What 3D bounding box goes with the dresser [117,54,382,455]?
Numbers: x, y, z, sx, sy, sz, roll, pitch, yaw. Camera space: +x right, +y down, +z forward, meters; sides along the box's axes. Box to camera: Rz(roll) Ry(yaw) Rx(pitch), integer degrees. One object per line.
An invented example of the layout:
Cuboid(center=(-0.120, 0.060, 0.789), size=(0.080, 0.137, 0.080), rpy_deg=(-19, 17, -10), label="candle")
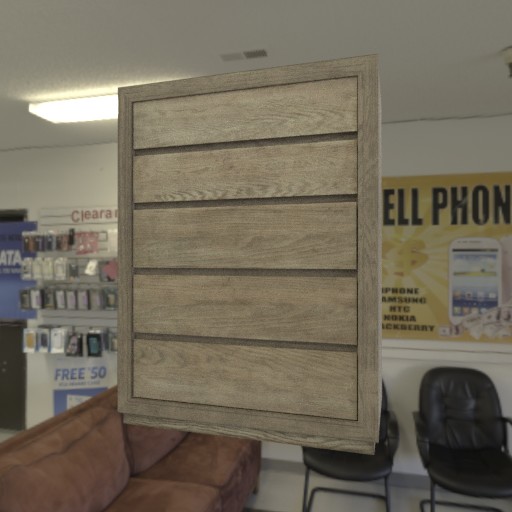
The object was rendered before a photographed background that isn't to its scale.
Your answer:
Cuboid(center=(0.000, 0.000, 1.789), size=(0.967, 1.295, 0.483), rpy_deg=(0, 0, 17), label="dresser")
